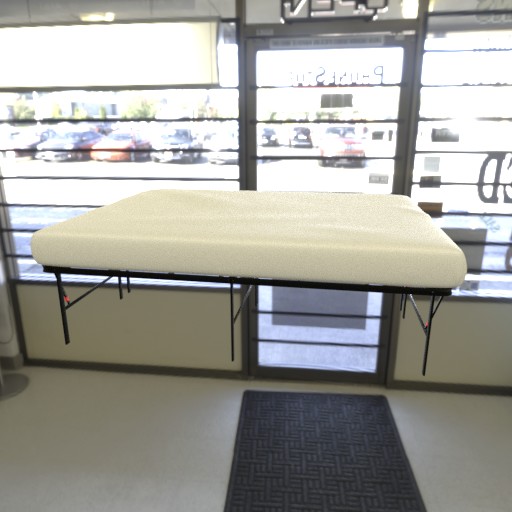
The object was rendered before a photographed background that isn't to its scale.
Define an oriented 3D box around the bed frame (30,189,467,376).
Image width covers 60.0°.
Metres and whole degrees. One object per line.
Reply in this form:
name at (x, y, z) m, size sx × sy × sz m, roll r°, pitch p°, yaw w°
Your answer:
bed frame at (0.000, 0.000, 2.871) m, size 2.151 × 0.667 × 1.584 m, roll 3°, pitch 17°, yaw 9°
